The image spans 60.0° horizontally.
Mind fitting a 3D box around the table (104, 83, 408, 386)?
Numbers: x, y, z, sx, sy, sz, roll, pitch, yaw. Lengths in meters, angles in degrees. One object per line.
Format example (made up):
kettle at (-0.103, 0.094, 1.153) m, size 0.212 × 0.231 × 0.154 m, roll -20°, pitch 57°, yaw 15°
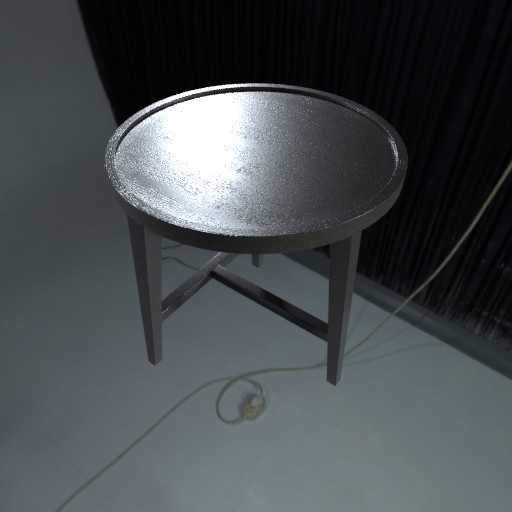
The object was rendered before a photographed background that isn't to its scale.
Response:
table at (0.000, 0.000, 0.932) m, size 0.500 × 0.531 × 0.500 m, roll 0°, pitch 43°, yaw 0°
